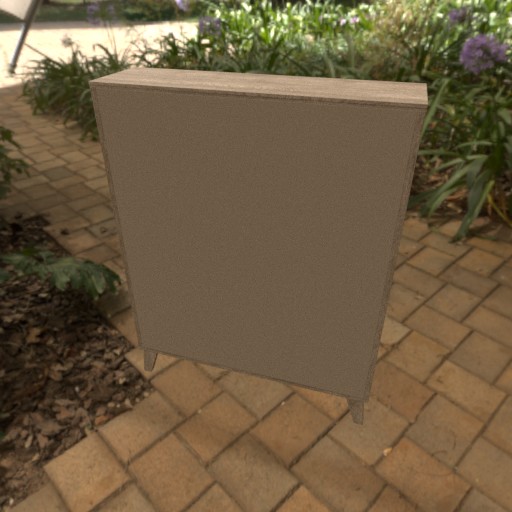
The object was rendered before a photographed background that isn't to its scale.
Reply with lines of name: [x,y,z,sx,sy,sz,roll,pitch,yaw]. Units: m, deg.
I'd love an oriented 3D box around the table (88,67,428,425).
table: [0.000,0.000,1.530,0.902,1.135,0.256,9,33,15]
